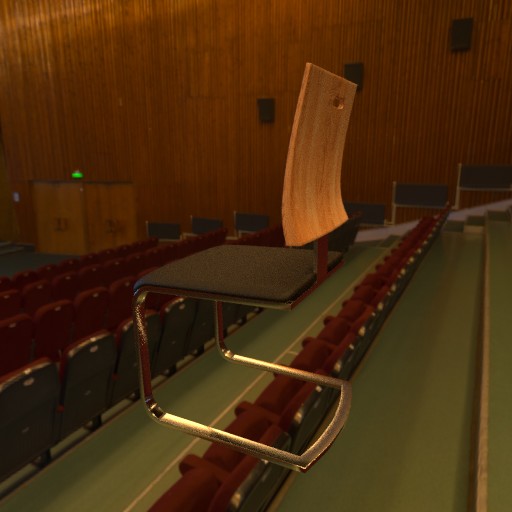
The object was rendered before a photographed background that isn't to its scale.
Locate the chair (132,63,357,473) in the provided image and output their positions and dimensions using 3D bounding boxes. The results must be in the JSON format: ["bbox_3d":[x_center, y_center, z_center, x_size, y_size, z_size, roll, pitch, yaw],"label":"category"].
[{"bbox_3d":[0.000,0.000,1.260,0.560,0.936,0.462,7,16,25],"label":"chair"}]
